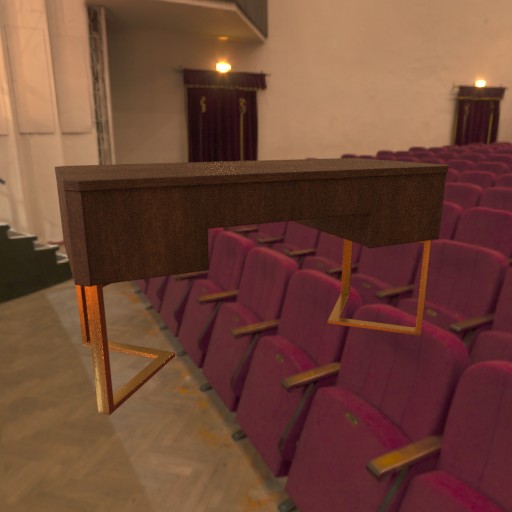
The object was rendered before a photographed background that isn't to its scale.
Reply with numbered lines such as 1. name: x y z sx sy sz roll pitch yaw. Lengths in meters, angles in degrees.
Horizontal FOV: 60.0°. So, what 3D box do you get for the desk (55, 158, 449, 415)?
1. desk: 0.000 0.000 1.902 1.479 0.762 0.684 -7 17 -25
